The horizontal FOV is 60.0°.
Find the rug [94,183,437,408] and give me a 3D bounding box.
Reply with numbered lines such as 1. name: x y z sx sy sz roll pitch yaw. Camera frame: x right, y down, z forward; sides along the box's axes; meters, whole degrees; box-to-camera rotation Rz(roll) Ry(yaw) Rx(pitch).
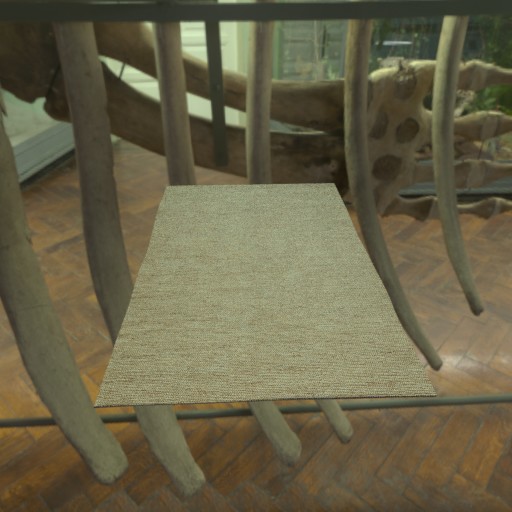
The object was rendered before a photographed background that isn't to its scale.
1. rug: 0.000 0.000 2.992 1.533 0.011 2.439 -1 32 -2
